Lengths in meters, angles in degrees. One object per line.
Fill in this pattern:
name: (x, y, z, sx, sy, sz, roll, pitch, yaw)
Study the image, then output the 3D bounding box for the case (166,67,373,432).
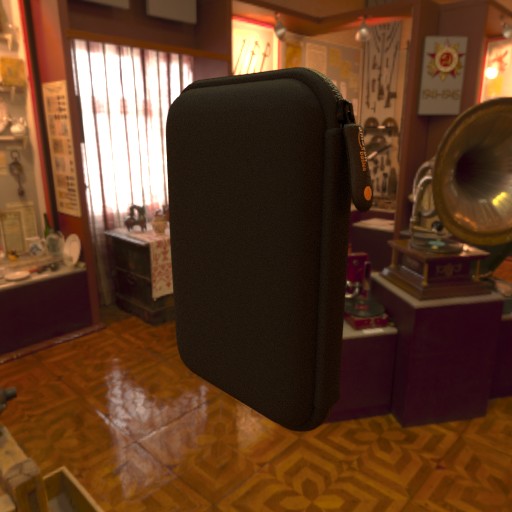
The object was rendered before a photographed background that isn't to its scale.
case: (0.000, 0.000, 0.192, 0.030, 0.147, 0.107, -15, 21, -43)
